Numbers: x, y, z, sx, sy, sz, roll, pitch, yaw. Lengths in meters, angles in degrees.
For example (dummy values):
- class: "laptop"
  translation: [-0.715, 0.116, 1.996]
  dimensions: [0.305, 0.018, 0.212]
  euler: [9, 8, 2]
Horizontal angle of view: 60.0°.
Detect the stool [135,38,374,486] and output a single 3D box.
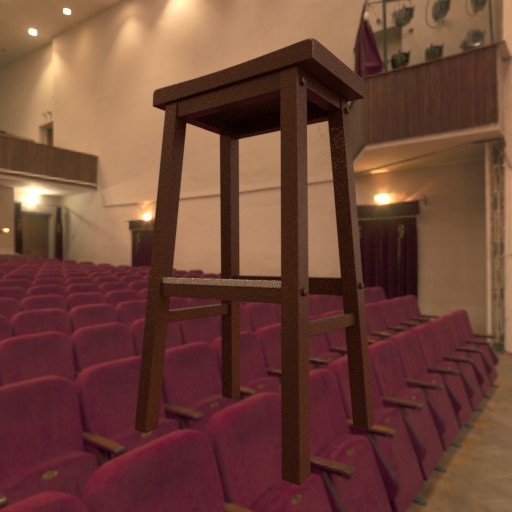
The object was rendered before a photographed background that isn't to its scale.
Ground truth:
- class: "stool"
  translation: [0.000, 0.000, 0.961]
  dimensions: [0.406, 0.742, 0.322]
  euler: [-1, -1, 36]
